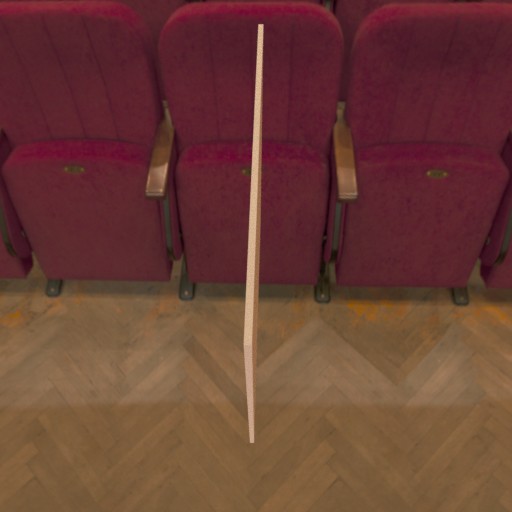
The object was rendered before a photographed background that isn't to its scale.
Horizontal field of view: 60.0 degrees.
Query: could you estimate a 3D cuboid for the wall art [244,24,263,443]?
[{"bbox_3d":[0.000,0.000,1.195,0.012,0.809,0.809,1,58,1],"label":"wall art"}]
